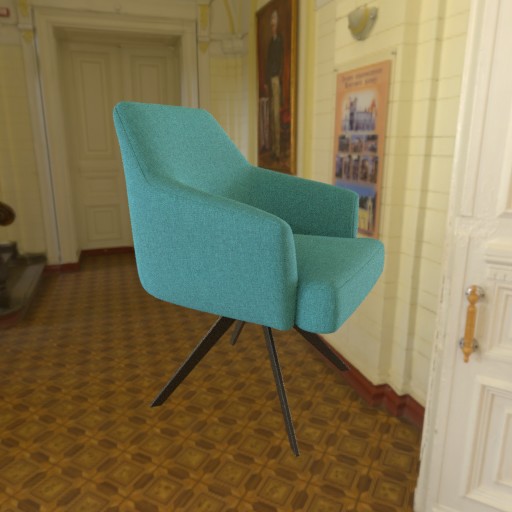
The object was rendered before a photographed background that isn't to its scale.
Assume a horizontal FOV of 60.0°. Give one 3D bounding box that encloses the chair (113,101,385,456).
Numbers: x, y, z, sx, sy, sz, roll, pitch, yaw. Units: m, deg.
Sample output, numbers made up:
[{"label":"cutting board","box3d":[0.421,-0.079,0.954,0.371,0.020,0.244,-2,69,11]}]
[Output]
[{"label":"chair","box3d":[0.000,0.000,1.325,0.677,0.874,0.642,7,17,26]}]
